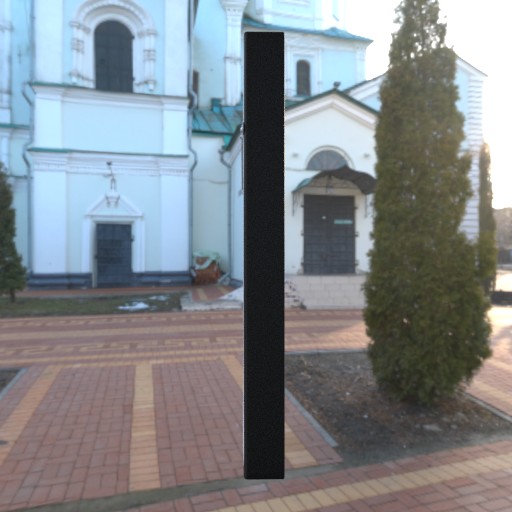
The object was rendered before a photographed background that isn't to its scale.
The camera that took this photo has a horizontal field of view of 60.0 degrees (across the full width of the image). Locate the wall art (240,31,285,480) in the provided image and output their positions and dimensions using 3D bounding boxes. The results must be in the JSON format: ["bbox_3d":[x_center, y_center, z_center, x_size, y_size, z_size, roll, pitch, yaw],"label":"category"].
[{"bbox_3d":[0.000,0.000,0.602,0.041,0.407,0.406,0,0,-2],"label":"wall art"}]
